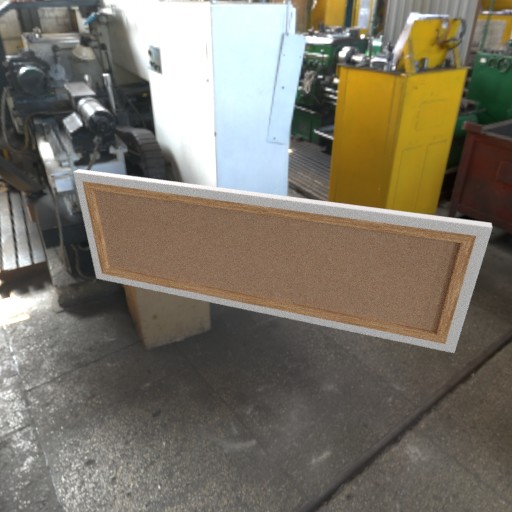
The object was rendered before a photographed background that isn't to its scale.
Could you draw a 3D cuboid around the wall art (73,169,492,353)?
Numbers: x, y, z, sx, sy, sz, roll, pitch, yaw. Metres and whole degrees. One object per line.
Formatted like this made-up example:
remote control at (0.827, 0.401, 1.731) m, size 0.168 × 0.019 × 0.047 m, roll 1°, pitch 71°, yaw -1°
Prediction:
wall art at (0.000, 0.000, 1.692) m, size 1.520 × 0.507 × 0.039 m, roll 10°, pitch 32°, yaw 16°
